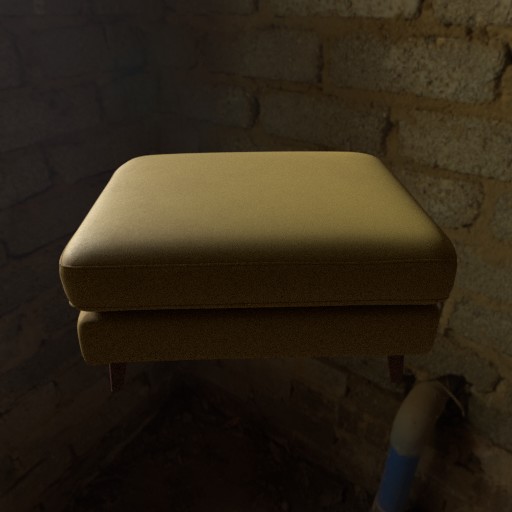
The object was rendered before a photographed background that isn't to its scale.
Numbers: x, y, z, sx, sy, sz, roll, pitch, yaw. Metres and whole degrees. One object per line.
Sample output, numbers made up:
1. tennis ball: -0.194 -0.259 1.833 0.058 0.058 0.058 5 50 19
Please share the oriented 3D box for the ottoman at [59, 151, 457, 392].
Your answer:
1. ottoman: 0.000 0.000 1.177 0.811 0.449 0.608 -1 31 -2
